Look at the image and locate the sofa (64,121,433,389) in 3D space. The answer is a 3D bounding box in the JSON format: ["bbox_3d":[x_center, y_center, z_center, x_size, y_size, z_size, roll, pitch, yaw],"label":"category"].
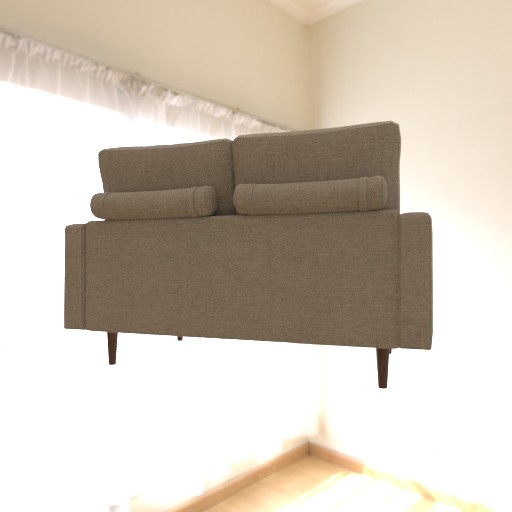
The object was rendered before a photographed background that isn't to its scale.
[{"bbox_3d":[0.000,0.000,1.952,1.407,0.907,0.842,0,-1,18],"label":"sofa"}]
